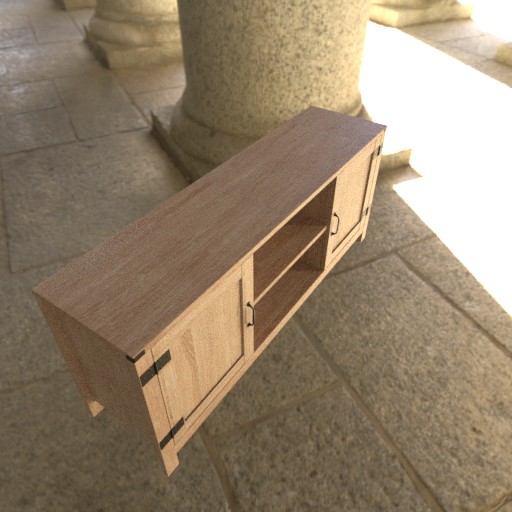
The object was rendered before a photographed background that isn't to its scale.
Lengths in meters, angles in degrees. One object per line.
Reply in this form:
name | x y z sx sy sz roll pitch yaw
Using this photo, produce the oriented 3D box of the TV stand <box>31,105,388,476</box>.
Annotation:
TV stand | 0.000 0.000 1.709 0.398 0.610 1.466 24 46 26
